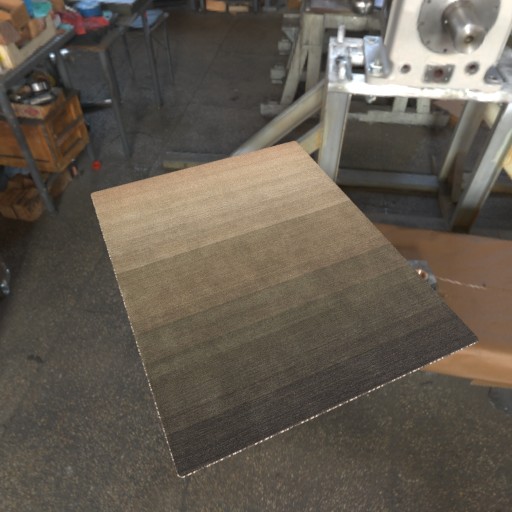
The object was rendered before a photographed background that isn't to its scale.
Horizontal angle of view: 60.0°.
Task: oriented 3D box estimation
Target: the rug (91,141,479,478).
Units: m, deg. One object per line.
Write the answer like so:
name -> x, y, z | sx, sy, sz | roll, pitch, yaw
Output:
rug -> 0.000, 0.000, 3.824 | 2.306, 0.017, 2.902 | -18, 50, -16
